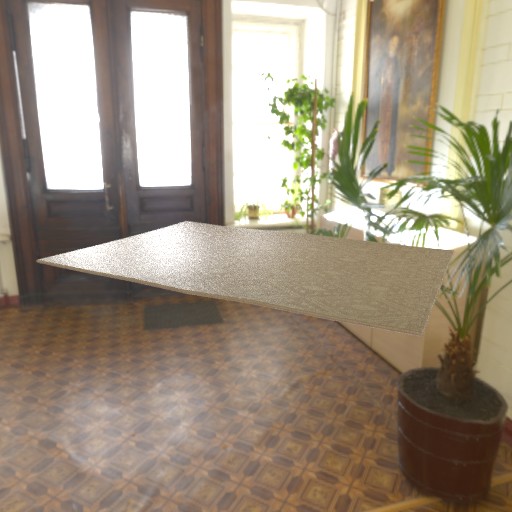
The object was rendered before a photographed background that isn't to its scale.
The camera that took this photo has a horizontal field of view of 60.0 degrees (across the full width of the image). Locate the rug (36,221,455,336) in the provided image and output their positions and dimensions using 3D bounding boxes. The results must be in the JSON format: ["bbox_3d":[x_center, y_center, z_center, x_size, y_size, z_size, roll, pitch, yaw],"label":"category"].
[{"bbox_3d":[0.000,0.000,2.326,1.829,0.034,1.252,7,16,27],"label":"rug"}]
